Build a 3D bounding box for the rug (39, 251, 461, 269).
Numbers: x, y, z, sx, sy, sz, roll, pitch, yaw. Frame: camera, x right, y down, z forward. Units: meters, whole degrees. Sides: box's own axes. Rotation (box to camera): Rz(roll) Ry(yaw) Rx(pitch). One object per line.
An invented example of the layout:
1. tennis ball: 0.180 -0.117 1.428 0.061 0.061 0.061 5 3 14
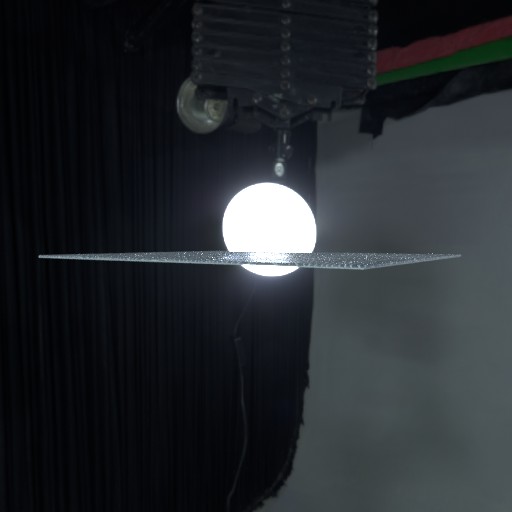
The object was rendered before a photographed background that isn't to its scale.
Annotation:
1. rug: 0.000 0.000 4.082 3.042 0.021 2.456 1 2 35
